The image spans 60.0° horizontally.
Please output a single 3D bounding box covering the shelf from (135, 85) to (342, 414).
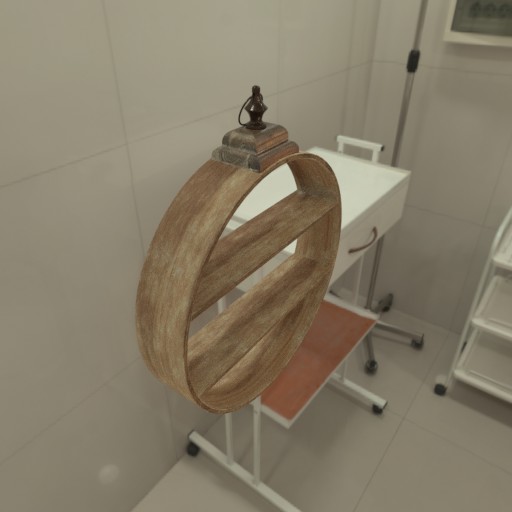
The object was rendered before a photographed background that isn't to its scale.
[{"bbox_3d":[0.000,0.000,0.987,0.125,0.725,0.601,22,39,30],"label":"shelf"}]
